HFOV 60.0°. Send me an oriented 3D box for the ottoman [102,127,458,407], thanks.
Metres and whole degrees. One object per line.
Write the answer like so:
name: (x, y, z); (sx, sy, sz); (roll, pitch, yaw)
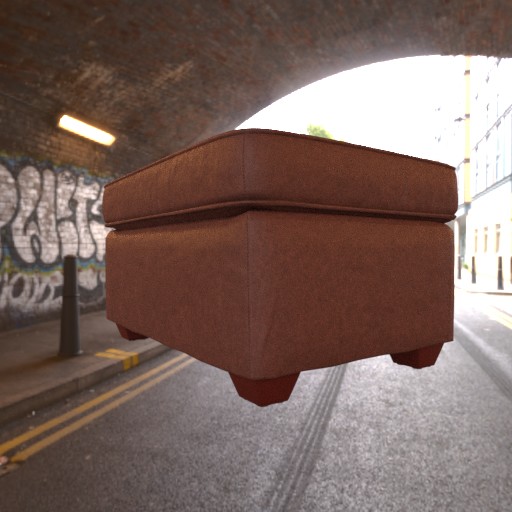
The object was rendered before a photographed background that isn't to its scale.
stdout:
ottoman: (0.000, 0.000, 1.058); (0.548, 0.449, 0.749); (0, 1, -35)
